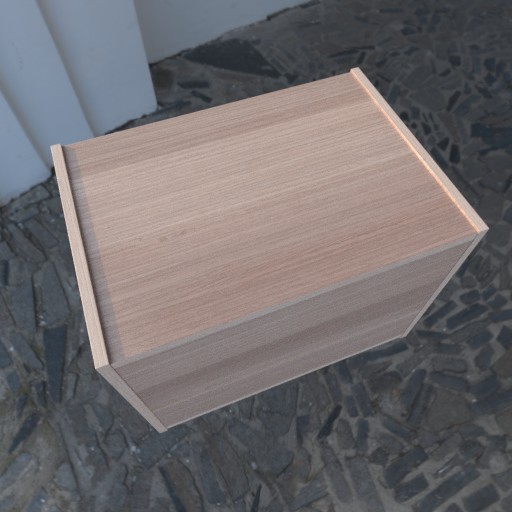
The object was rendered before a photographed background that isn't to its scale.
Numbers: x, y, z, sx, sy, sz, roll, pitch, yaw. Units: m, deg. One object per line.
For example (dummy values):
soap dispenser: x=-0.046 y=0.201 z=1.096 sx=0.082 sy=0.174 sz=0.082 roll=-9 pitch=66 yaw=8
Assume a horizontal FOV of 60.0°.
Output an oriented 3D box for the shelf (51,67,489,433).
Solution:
shelf: x=0.000 y=0.000 z=0.627 sx=0.415 sy=0.305 sz=0.290 roll=-18 pitch=60 yaw=-11
